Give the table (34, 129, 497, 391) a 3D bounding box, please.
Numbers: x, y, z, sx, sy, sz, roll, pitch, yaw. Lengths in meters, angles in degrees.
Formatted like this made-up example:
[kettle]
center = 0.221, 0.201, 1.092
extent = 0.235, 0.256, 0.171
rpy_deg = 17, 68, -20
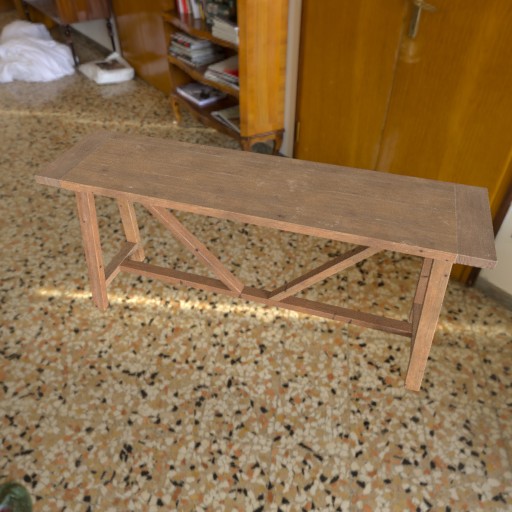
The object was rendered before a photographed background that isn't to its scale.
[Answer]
[table]
center = 0.000, 0.000, 2.084
extent = 1.800, 0.810, 0.465
rpy_deg = 12, 42, 13
